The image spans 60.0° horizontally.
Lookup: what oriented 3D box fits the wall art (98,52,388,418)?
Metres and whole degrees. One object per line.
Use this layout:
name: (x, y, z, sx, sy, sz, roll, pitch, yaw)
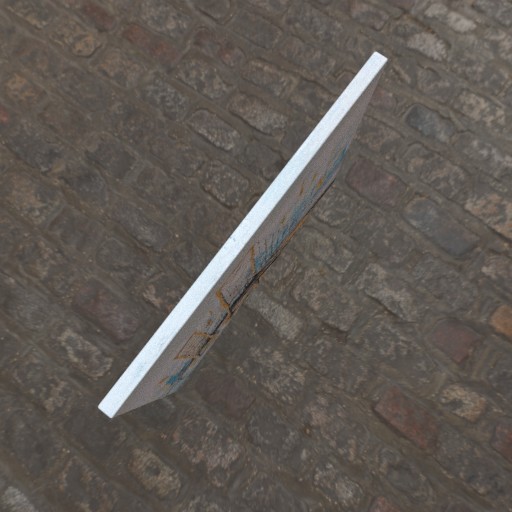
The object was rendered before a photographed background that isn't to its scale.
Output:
wall art: (0.000, 0.000, 1.342, 0.038, 0.762, 1.016, 36, 79, 8)
